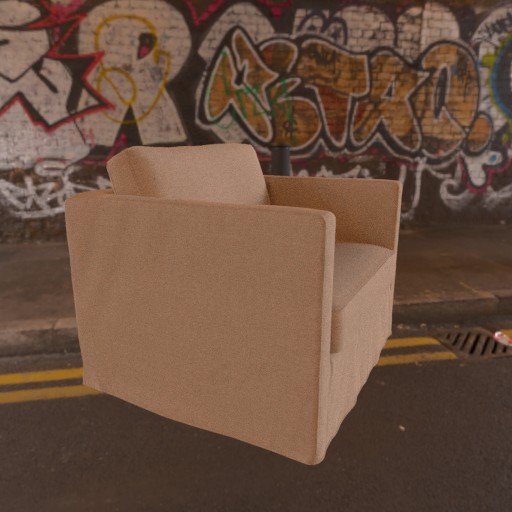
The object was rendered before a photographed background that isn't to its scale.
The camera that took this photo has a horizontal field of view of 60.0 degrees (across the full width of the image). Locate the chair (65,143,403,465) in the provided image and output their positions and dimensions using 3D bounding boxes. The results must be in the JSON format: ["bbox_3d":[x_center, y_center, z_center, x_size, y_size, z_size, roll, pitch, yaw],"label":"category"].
[{"bbox_3d":[0.000,0.000,1.765,0.949,0.867,1.057,8,17,27],"label":"chair"}]
